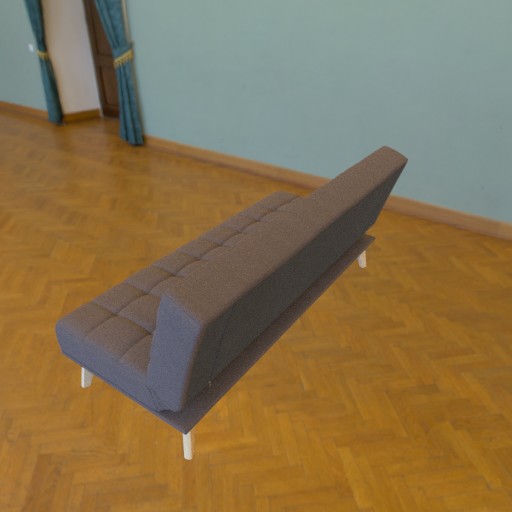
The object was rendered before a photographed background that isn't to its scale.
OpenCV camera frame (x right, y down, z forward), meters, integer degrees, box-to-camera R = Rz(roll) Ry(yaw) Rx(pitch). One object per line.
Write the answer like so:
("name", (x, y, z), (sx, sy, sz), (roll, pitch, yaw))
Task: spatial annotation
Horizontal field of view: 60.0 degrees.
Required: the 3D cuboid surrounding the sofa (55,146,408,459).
("sofa", (0.000, 0.000, 2.253), (0.860, 0.810, 1.800), (20, 36, 29))
